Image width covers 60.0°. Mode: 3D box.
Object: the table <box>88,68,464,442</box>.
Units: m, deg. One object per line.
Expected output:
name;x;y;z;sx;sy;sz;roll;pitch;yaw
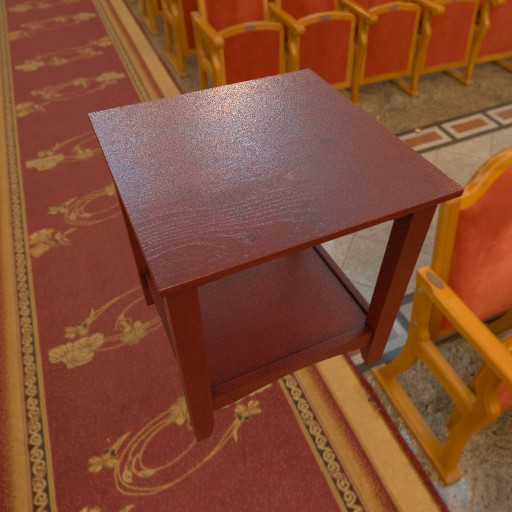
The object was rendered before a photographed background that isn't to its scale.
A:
table;0.000;0.000;0.989;0.523;0.558;0.522;-16;48;-15
